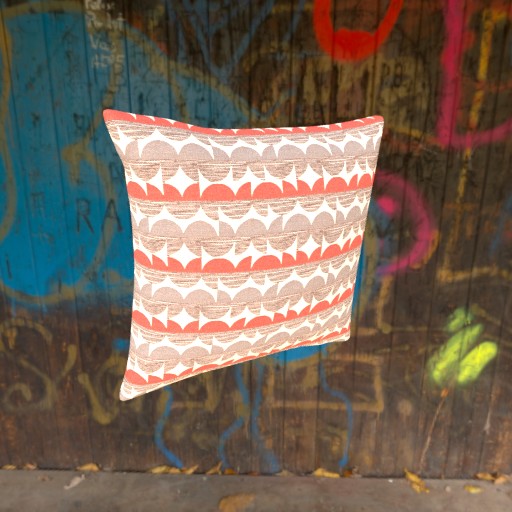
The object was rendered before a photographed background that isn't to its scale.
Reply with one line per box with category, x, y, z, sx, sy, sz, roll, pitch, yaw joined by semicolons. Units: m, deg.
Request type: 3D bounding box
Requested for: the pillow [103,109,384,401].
pillow;0.000;0.000;0.668;0.420;0.410;0.180;-8;17;-25
